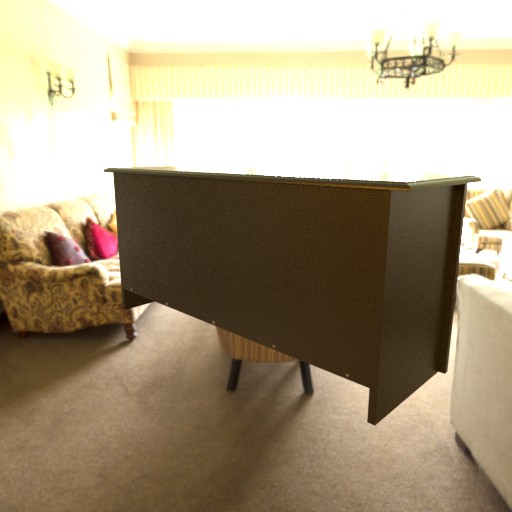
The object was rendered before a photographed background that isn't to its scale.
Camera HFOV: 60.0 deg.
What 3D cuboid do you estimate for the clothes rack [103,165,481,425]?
[{"bbox_3d":[0.000,0.000,1.469,1.219,0.556,0.406,12,18,43],"label":"clothes rack"}]
